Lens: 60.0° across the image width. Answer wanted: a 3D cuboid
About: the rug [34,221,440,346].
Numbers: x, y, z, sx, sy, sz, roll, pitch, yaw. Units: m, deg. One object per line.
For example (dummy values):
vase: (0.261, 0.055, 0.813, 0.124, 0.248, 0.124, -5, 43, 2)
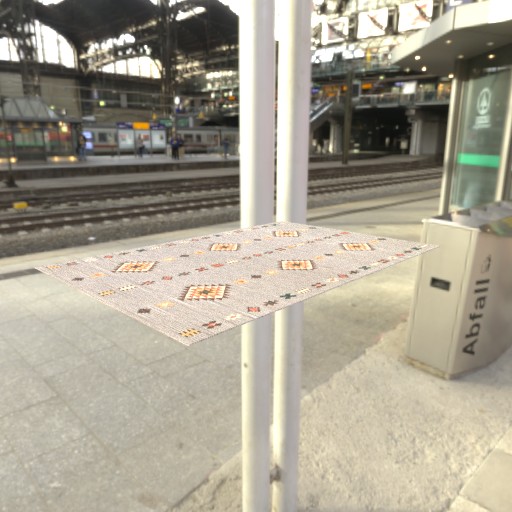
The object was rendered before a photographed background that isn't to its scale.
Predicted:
rug: (0.000, 0.000, 2.357, 1.217, 0.005, 1.818, 14, 20, 43)
